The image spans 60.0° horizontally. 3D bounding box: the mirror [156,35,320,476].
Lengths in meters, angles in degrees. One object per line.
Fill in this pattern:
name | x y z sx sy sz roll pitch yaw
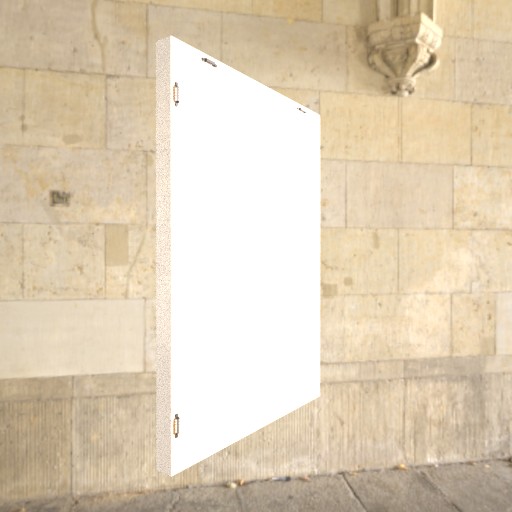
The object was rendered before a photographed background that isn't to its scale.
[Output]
mirror | 0.000 0.000 0.926 0.040 0.710 0.507 0 0 36
